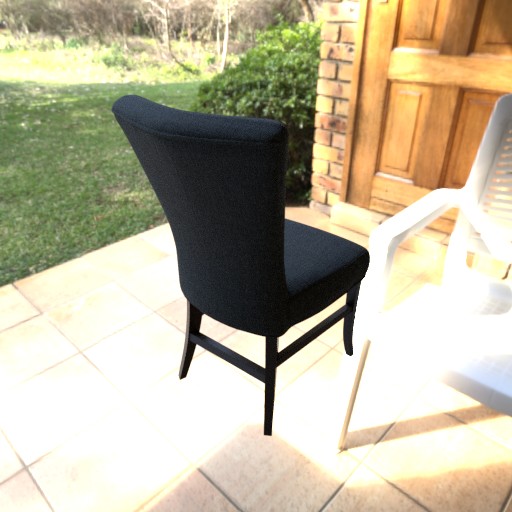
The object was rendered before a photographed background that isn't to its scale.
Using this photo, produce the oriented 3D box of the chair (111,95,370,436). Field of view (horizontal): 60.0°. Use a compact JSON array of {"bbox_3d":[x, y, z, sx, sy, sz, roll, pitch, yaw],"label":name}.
[{"bbox_3d":[0.000,0.000,1.400,0.520,0.991,0.660,21,36,32],"label":"chair"}]
